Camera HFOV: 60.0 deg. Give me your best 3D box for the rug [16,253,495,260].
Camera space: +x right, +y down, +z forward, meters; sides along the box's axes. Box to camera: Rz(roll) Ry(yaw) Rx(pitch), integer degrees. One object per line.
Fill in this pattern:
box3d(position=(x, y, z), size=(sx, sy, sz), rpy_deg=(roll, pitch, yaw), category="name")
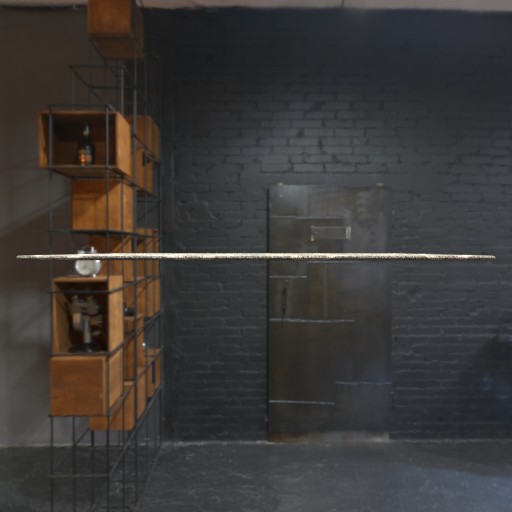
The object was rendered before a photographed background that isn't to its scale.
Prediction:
box3d(position=(0.000, 0.000, 3.382), size=(2.701, 0.026, 1.801), rpy_deg=(0, 1, 0), category="rug")
